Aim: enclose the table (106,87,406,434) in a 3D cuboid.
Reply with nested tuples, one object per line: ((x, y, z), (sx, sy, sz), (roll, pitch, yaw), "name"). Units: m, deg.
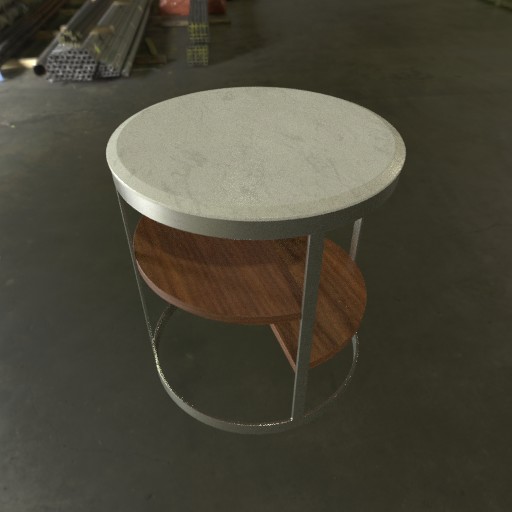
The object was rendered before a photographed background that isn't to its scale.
((0.000, 0.000, 0.760), (0.407, 0.447, 0.407), (0, 39, 0), "table")
